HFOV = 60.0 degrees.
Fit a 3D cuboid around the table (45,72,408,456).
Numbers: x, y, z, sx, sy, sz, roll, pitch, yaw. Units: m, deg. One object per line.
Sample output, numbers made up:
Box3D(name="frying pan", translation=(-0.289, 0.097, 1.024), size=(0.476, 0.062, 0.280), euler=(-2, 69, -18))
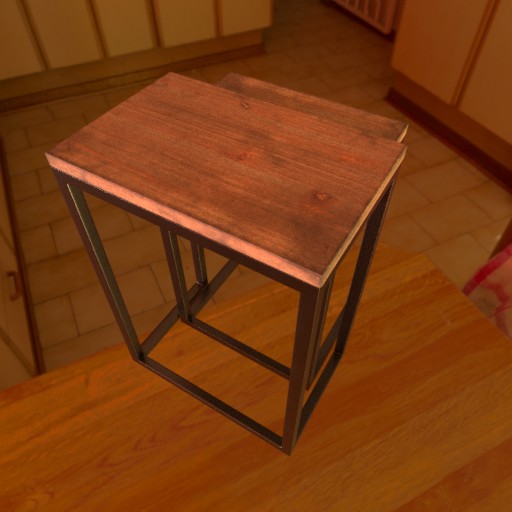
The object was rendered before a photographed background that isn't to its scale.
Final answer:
Box3D(name="table", translation=(0.000, 0.000, 0.919), size=(0.456, 0.615, 0.460), euler=(26, 53, 21))
